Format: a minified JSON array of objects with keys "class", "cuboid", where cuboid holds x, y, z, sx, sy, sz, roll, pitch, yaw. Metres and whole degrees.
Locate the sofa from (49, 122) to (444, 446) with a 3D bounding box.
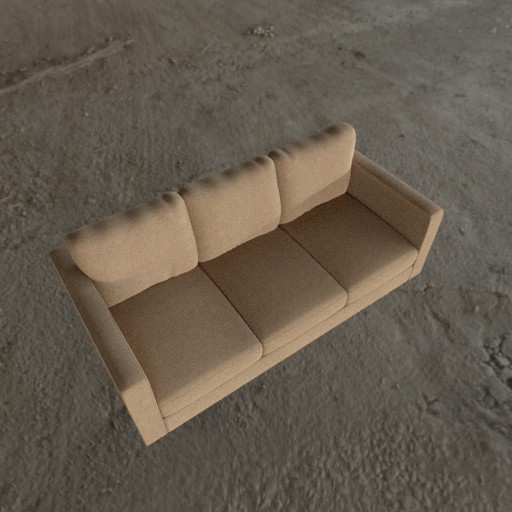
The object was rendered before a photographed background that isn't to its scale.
[{"class":"sofa","cuboid":[0.000,0.000,2.408,1.855,0.800,0.930,-27,53,-23]}]
